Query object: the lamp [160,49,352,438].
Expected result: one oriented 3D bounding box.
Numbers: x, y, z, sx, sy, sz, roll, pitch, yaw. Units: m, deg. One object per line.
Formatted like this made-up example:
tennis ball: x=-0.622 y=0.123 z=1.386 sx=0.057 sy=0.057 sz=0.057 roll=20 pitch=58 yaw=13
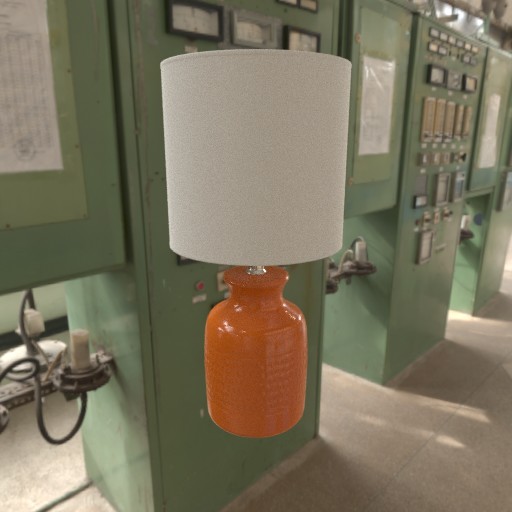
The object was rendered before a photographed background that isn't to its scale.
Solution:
lamp: x=0.000 y=0.000 z=1.100 sx=0.418 sy=0.871 sz=0.418 roll=-14 pitch=21 yaw=-42
